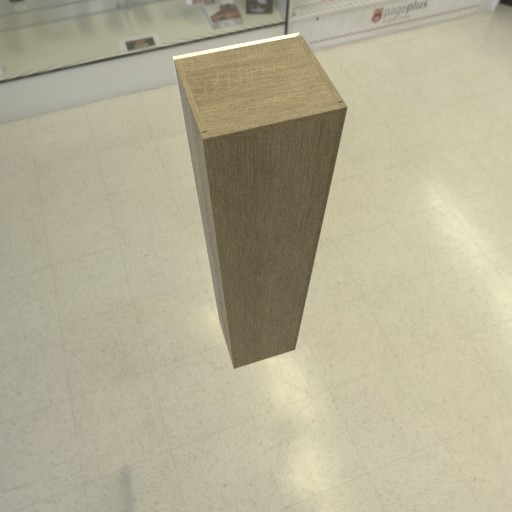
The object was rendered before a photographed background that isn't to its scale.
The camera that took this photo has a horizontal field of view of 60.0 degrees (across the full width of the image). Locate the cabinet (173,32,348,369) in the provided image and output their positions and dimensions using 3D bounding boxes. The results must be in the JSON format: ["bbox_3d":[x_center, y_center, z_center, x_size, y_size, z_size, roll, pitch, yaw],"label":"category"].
[{"bbox_3d":[0.000,0.000,1.528,0.300,1.400,0.270,-15,59,-9],"label":"cabinet"}]
